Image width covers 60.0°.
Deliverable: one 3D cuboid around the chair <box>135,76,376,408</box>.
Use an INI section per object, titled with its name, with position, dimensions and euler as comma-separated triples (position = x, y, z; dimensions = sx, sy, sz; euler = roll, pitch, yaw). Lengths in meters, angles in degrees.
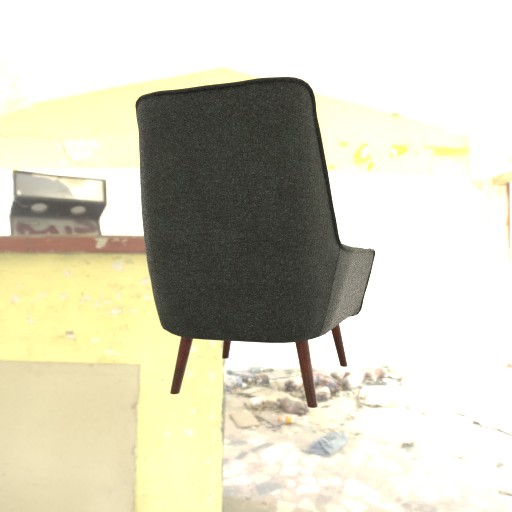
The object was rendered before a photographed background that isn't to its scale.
[chair]
position = 0.000, 0.000, 1.517
dimensions = 0.763, 0.883, 0.859
euler = 0, -1, 17
